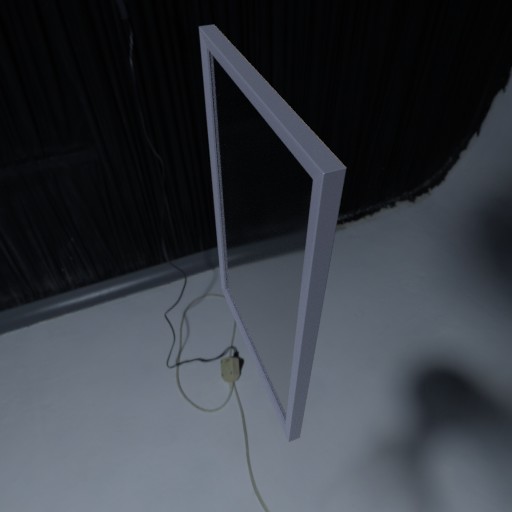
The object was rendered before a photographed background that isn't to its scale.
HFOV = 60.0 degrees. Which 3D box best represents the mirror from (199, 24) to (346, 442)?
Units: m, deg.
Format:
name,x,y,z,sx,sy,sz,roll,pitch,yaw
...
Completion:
name,x,y,z,sx,sy,sz,roll,pitch,yaw
mirror,0.000,0.000,1.133,0.040,0.915,0.609,-16,48,-15
